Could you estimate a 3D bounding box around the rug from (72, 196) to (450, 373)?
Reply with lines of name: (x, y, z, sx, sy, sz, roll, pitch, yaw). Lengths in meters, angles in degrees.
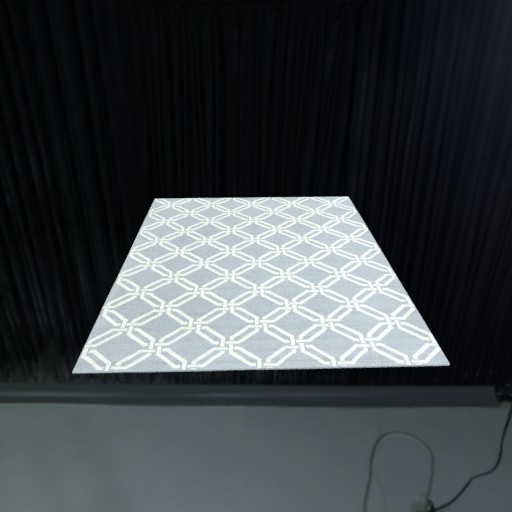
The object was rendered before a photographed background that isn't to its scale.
rug: (0.000, 0.000, 3.949, 2.288, 0.018, 2.895, -1, 28, -2)
